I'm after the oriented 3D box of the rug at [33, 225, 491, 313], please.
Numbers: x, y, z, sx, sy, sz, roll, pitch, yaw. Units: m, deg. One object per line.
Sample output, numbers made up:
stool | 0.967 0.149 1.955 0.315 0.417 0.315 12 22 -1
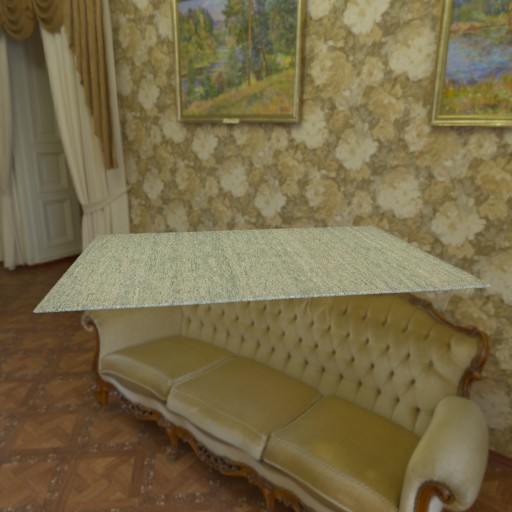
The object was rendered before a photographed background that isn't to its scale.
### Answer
rug | 0.000 0.000 2.905 2.283 0.013 1.547 -2 16 -8
